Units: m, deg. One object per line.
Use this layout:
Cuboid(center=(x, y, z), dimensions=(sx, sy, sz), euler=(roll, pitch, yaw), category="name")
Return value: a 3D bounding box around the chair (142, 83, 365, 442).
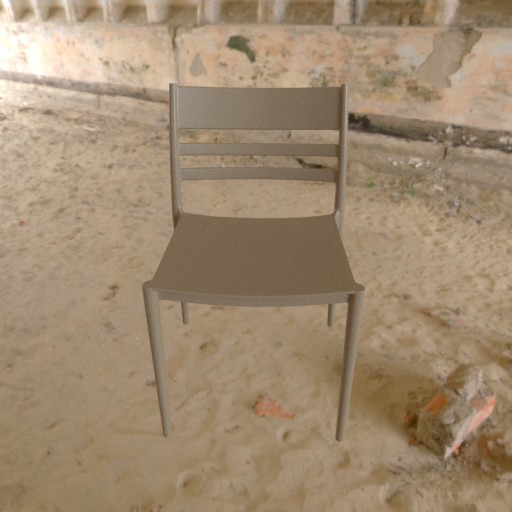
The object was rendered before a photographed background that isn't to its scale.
Cuboid(center=(0.000, 0.000, 1.168), dimensions=(0.531, 0.800, 0.511), euler=(1, 29, 1), category="chair")
